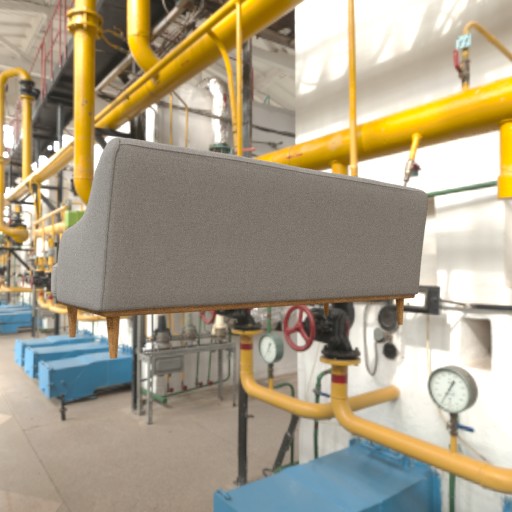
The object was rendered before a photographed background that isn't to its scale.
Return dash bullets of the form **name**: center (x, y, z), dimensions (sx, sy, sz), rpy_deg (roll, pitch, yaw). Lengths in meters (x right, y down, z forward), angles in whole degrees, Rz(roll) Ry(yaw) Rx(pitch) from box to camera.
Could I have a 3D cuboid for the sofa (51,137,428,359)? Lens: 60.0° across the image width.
- **sofa**: center (0.000, 0.000, 2.587), dimensions (2.057, 0.871, 0.978), rpy_deg (1, -2, -35)
